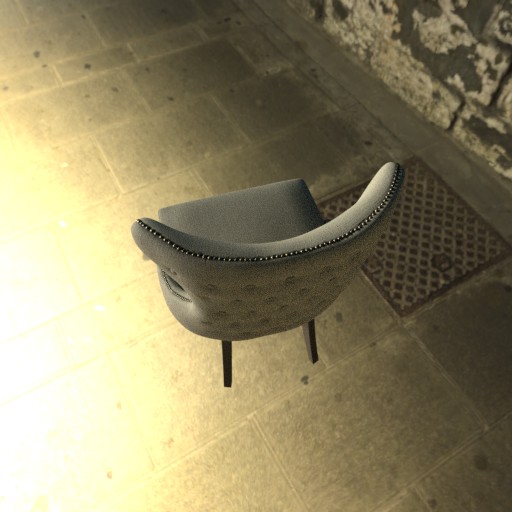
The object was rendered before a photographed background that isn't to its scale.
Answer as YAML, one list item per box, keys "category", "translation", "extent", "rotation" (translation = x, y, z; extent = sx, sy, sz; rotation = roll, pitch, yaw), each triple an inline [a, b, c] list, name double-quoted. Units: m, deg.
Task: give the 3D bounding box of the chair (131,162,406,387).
- category: "chair"
  translation: [0.000, 0.000, 1.396]
  extent: [0.628, 0.967, 0.635]
  rotation: [-13, 58, -8]
